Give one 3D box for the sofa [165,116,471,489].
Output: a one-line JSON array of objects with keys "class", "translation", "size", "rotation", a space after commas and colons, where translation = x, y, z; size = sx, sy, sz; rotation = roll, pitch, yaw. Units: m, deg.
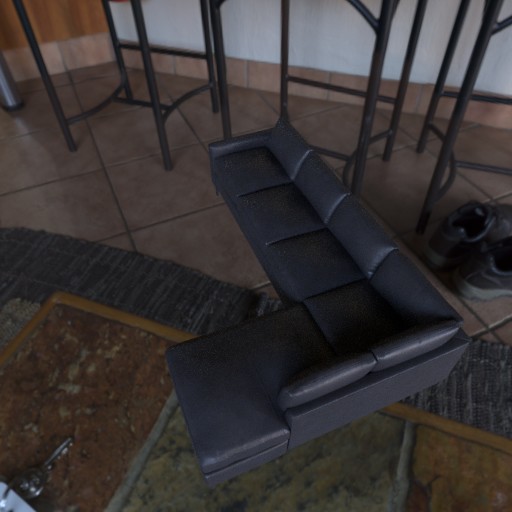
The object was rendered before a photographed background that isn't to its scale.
[{"class": "sofa", "translation": [0.000, 0.000, 3.779], "size": [1.938, 0.877, 2.984], "rotation": [-17, 50, -15]}]
